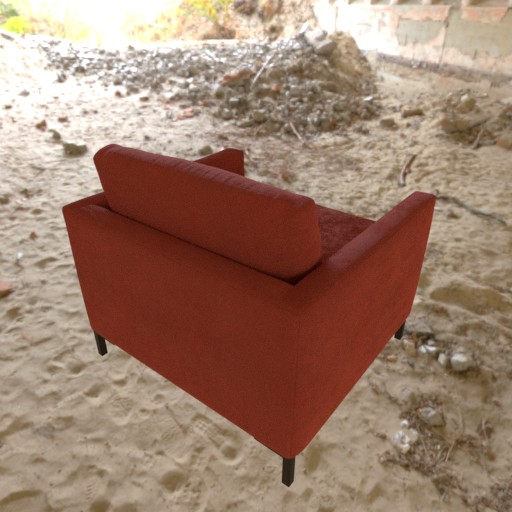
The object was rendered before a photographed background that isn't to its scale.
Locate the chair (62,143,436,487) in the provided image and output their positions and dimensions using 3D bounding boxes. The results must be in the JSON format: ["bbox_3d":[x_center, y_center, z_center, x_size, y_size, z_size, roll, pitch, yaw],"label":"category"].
[{"bbox_3d":[0.000,0.000,1.583,0.964,0.812,0.875,21,36,32],"label":"chair"}]
